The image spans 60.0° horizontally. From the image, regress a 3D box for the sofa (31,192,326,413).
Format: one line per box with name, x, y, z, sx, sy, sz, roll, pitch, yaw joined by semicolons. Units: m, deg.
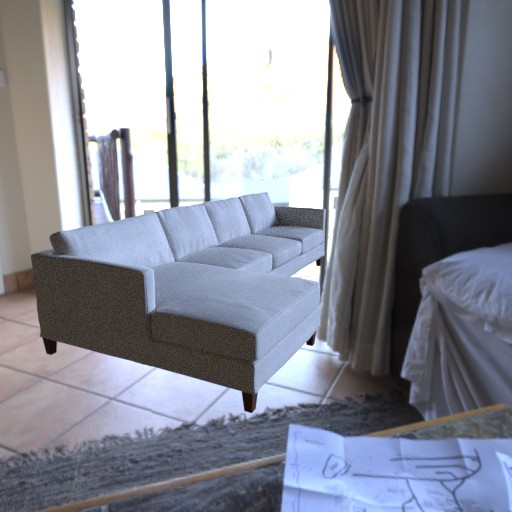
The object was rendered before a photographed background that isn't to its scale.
sofa;0.000;0.000;3.883;1.625;0.861;3.186;6;15;26
